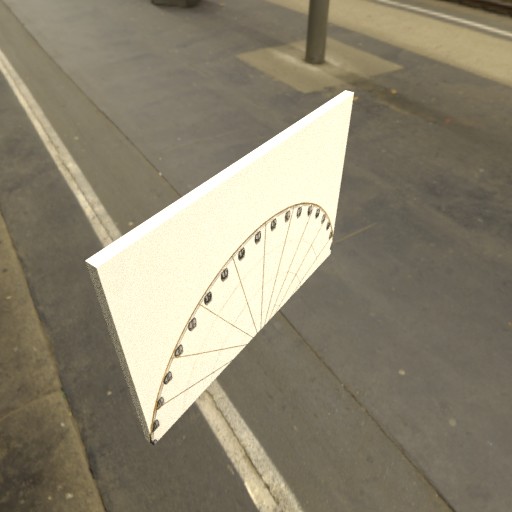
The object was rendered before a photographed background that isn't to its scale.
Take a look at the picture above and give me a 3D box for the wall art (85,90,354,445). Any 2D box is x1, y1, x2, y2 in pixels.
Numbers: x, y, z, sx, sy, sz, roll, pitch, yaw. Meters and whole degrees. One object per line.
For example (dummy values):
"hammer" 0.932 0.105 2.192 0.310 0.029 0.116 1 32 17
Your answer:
"wall art" 0.000 0.000 1.503 0.038 0.767 1.144 26 47 26
